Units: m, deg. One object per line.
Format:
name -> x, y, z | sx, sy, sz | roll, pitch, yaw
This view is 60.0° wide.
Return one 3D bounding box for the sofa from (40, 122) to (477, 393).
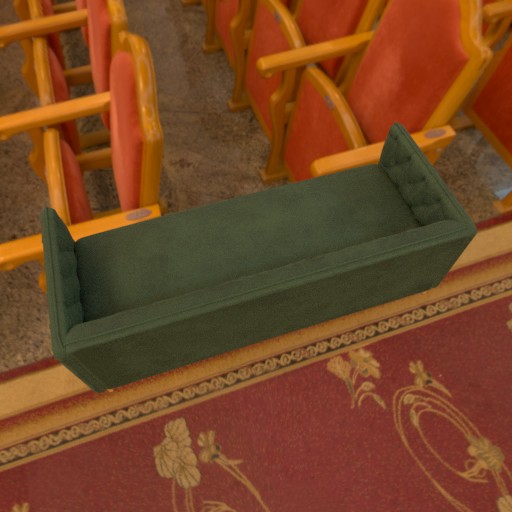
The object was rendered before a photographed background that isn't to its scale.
sofa -> 0.000, 0.000, 2.649 | 2.209, 0.771, 0.895 | -16, 59, -9
